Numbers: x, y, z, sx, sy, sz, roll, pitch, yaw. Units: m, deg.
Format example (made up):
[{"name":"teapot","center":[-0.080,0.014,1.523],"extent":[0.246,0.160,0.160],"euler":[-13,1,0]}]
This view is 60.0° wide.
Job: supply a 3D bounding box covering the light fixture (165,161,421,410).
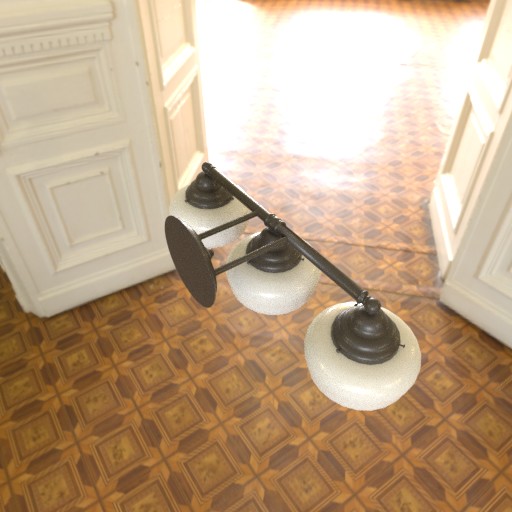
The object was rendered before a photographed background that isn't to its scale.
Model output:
[{"name":"light fixture","center":[0.000,0.000,0.721],"extent":[0.239,0.242,0.587],"euler":[-25,48,-25]}]
